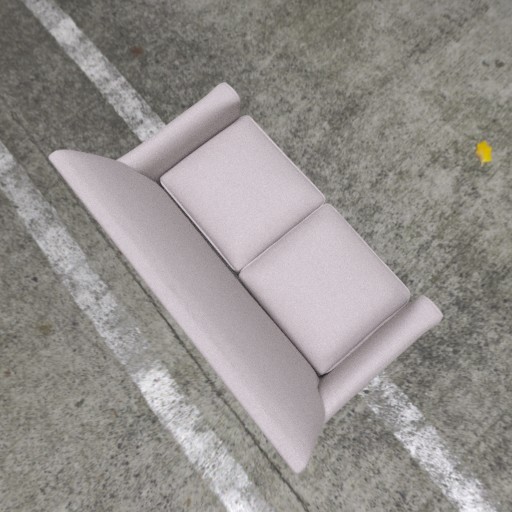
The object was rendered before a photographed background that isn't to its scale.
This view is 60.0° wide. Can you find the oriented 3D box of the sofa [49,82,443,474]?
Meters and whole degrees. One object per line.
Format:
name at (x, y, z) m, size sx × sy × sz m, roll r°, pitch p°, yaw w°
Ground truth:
sofa at (0.000, 0.000, 2.067) m, size 0.888 × 0.890 × 1.482 m, roll -39°, pitch 79°, yaw -9°
